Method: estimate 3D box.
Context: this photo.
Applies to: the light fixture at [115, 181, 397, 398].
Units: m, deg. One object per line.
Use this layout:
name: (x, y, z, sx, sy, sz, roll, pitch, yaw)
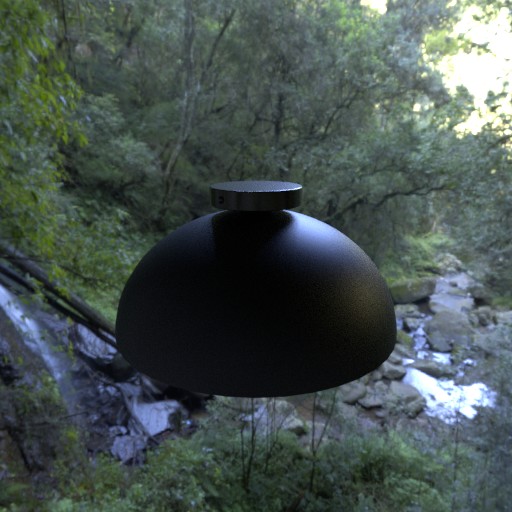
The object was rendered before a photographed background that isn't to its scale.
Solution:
light fixture: (0.000, 0.000, 0.561, 0.355, 0.177, 0.355, 0, 16, 0)
